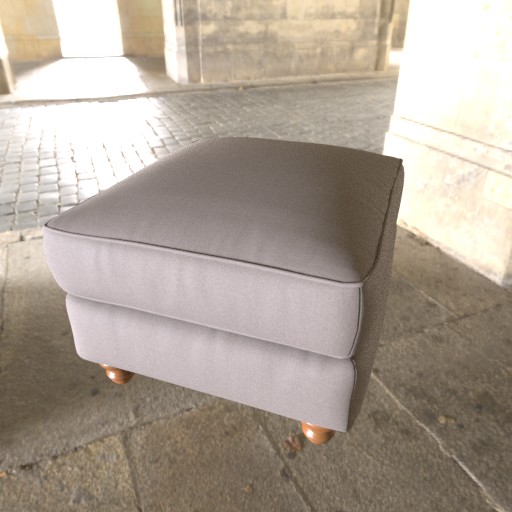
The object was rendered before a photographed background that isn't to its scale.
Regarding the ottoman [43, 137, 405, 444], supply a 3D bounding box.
[{"bbox_3d":[0.000,0.000,1.120,0.662,0.505,0.721,10,31,18],"label":"ottoman"}]
